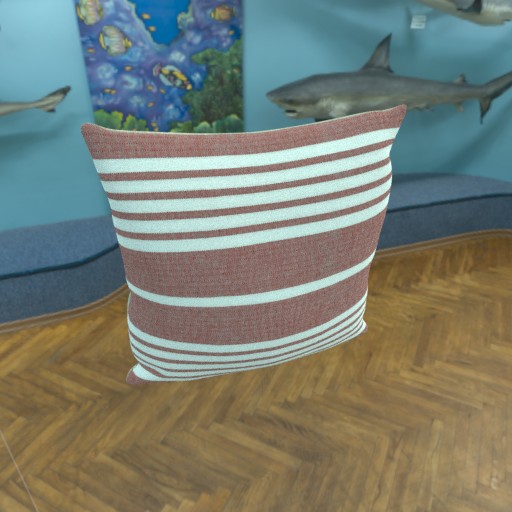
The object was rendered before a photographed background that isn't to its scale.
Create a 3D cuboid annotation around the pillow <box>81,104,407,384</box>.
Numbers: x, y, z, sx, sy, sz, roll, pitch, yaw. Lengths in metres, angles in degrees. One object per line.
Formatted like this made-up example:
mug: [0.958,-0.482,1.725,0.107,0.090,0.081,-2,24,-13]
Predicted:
pillow: [0.000,0.000,0.666,0.439,0.427,0.182,-9,33,-14]
